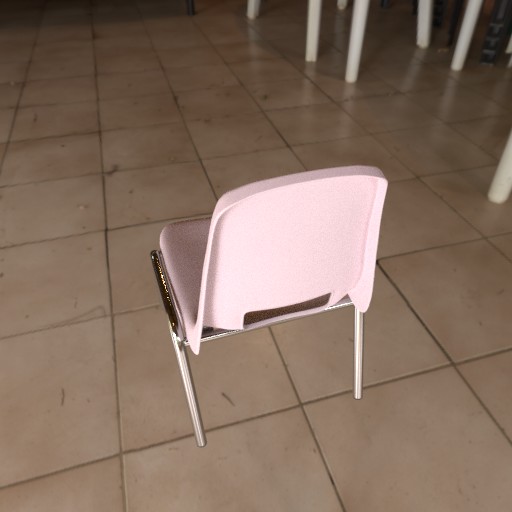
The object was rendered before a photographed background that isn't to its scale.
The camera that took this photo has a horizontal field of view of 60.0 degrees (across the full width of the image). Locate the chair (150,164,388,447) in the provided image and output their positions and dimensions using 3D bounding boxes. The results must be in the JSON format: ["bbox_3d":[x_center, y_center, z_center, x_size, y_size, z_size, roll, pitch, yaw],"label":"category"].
[{"bbox_3d":[0.000,0.000,0.775,0.354,0.536,0.385,-12,42,-13],"label":"chair"}]
